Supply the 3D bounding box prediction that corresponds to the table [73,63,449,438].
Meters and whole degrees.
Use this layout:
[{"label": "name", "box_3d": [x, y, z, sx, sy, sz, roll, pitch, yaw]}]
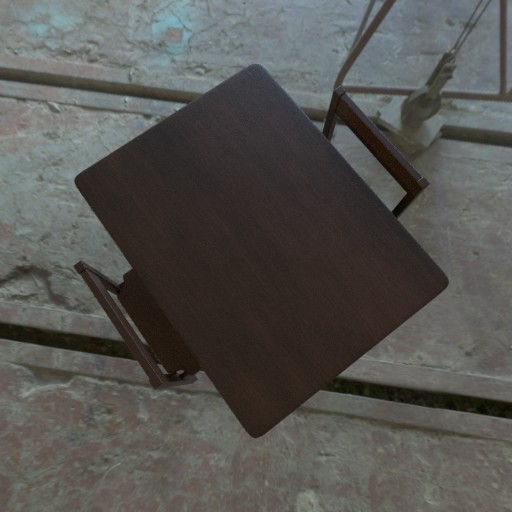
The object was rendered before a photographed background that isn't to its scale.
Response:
[{"label": "table", "box_3d": [0.000, 0.000, 1.117, 0.672, 0.503, 0.650, -36, 78, -9]}]
